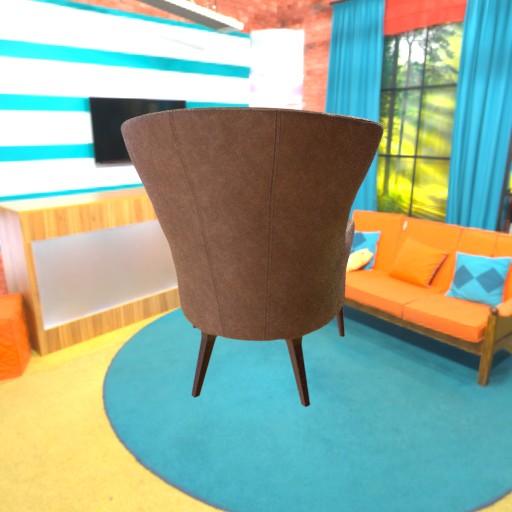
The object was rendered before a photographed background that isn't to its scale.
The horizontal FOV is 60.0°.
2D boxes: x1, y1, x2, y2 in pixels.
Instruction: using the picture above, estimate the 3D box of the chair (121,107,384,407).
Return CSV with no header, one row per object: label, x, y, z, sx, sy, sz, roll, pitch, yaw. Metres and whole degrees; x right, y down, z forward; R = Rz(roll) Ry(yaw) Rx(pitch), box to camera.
chair,0.000,0.000,1.732,0.846,1.067,0.955,2,16,8
